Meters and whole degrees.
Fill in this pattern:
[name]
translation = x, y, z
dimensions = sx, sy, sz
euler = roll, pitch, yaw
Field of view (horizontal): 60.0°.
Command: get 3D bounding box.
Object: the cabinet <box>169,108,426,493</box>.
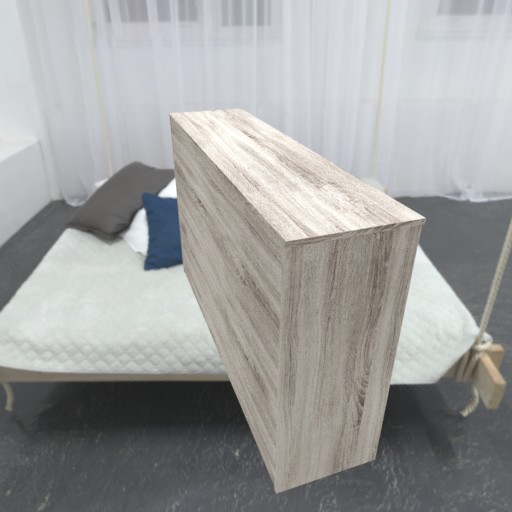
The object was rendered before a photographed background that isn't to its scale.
[cabinet]
translation = 0.000, 0.000, 1.833
dimensions = 0.380, 0.900, 1.450
euler = -10, 31, -17
